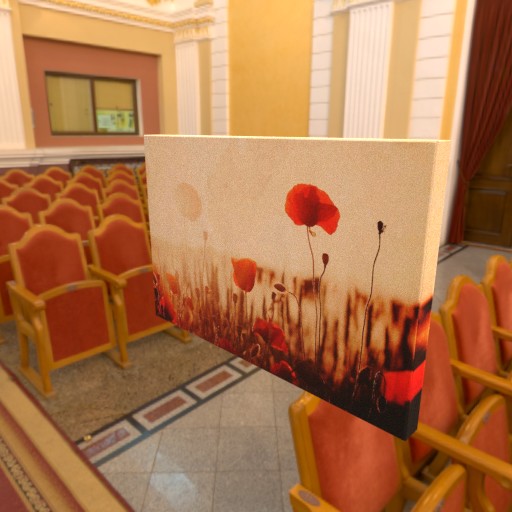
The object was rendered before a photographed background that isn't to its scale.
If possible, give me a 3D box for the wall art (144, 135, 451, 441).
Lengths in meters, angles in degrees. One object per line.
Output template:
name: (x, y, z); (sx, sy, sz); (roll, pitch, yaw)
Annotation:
wall art: (0.000, 0.000, 0.774); (0.613, 0.402, 0.040); (15, 22, 42)
